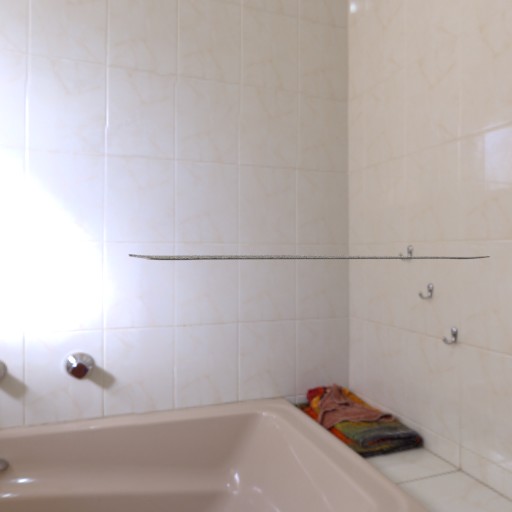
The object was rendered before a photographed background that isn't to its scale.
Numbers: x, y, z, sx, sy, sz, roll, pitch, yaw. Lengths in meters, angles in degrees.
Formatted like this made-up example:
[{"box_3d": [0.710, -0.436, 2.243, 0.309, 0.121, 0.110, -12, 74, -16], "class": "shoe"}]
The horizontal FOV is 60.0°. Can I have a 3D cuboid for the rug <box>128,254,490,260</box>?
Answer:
[{"box_3d": [0.000, 0.000, 2.288, 1.209, 0.019, 1.828, 0, 0, -18], "class": "rug"}]
